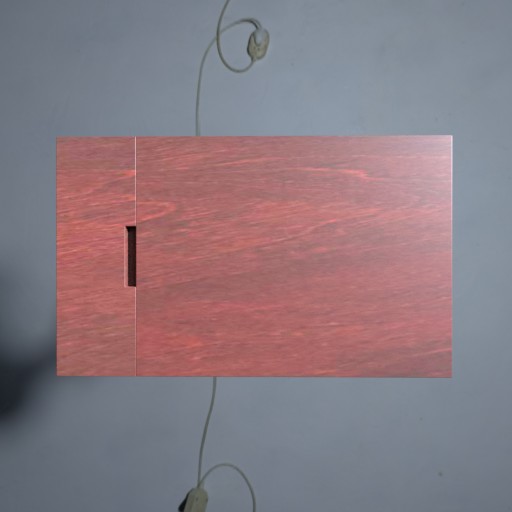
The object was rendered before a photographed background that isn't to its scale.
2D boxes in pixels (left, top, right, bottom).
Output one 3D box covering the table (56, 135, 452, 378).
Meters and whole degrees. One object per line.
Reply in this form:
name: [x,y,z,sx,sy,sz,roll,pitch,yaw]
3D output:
table: [0.000,0.000,0.960,0.584,0.612,0.356,0,90,1]
